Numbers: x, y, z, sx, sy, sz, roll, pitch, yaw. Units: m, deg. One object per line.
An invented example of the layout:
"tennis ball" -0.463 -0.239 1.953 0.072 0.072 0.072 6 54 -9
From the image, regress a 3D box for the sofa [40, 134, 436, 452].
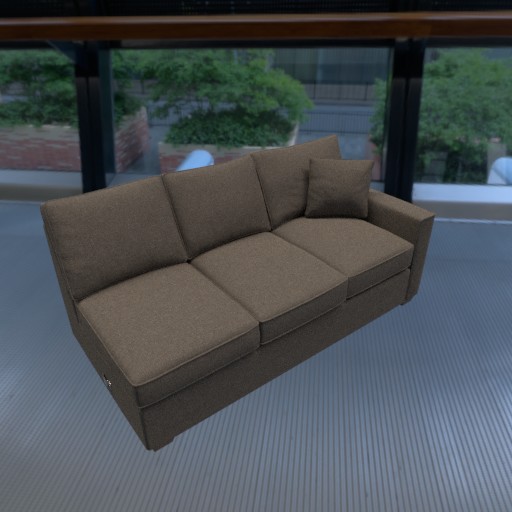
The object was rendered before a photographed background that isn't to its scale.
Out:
"sofa" 0.000 0.000 2.527 1.963 0.946 1.034 -21 36 -32
